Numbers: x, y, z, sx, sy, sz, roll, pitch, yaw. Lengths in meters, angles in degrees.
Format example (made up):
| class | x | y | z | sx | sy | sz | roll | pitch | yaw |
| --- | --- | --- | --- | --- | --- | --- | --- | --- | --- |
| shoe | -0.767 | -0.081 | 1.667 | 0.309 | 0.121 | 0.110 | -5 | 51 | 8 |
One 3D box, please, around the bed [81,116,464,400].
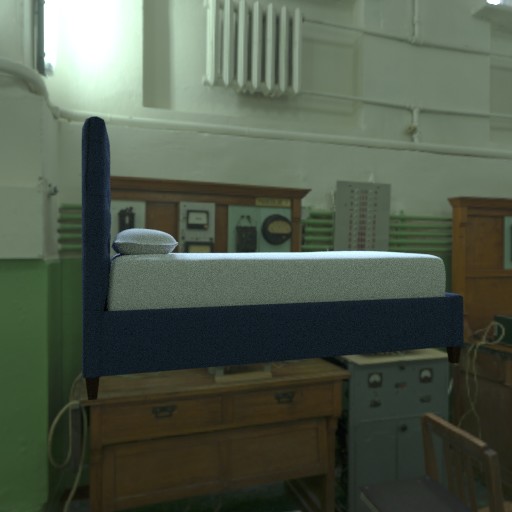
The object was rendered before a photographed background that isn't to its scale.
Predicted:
| class | x | y | z | sx | sy | sz | roll | pitch | yaw |
| --- | --- | --- | --- | --- | --- | --- | --- | --- | --- |
| bed | 0.000 | 0.000 | 3.370 | 2.387 | 1.427 | 1.706 | 0 | 1 | -19 |
